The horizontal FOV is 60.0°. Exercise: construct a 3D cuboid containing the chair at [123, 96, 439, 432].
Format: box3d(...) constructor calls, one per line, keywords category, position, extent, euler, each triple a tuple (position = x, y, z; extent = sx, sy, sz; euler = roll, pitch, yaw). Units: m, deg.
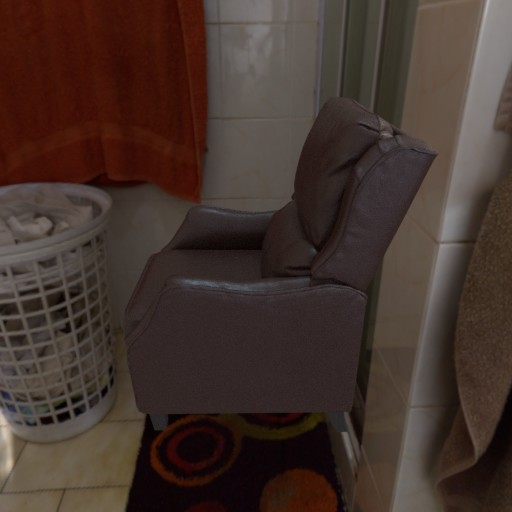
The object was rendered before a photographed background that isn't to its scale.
box3d(category="chair", position=(0.000, 0.000, 1.732), extent=(0.982, 1.132, 0.770), euler=(0, 26, -1))
